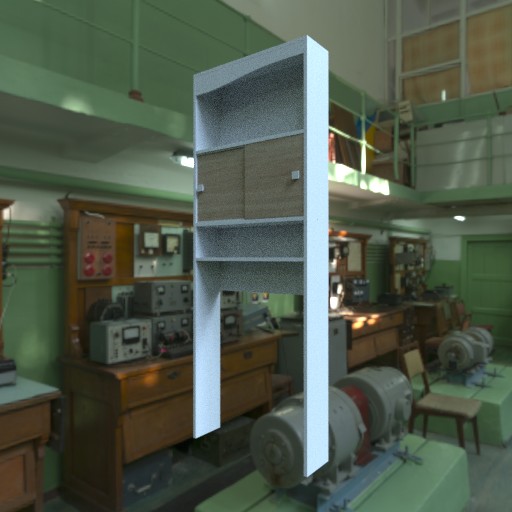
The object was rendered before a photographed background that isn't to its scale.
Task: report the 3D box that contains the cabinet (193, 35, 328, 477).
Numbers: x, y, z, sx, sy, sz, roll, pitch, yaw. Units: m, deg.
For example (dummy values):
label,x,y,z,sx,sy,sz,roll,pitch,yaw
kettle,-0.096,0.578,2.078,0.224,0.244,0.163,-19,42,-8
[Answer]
label,x,y,z,sx,sy,sz,roll,pitch,yaw
cabinet,0.000,0.000,2.035,0.643,1.770,0.192,0,0,37
